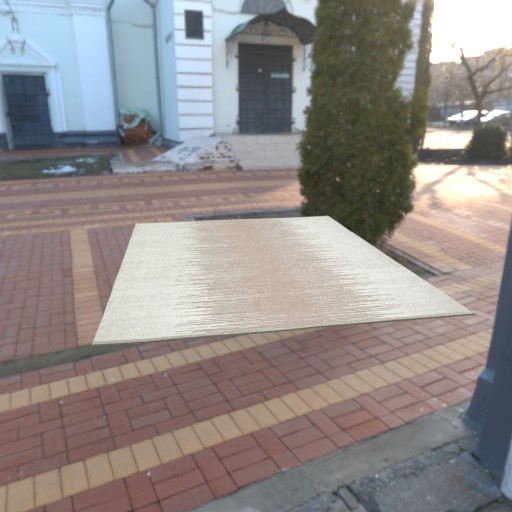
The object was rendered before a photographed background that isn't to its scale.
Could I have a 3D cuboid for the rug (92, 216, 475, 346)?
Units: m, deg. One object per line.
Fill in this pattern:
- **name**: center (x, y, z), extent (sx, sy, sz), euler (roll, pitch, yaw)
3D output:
- **rug**: center (0.000, 0.000, 4.159), extent (2.438, 0.013, 3.048), euler (-3, 18, -9)
